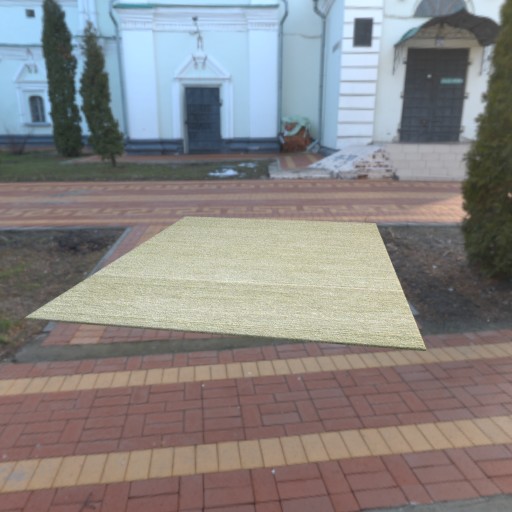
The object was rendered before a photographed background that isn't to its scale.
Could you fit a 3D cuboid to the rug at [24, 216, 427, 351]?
[{"bbox_3d":[0.000,0.000,4.109,2.425,0.016,3.198,3,17,9],"label":"rug"}]
